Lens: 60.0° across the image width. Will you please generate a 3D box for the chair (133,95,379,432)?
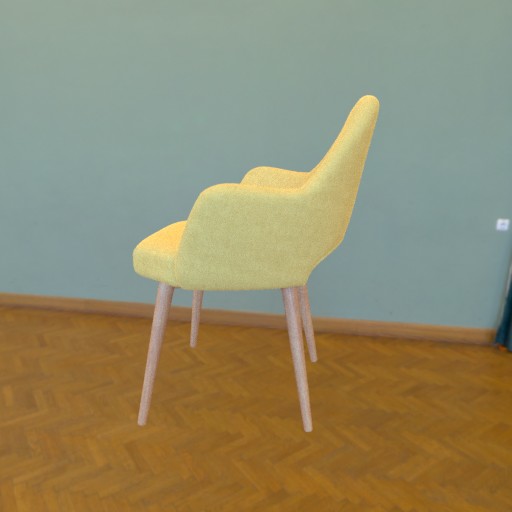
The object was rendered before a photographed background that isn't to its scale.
[{"bbox_3d":[0.000,0.000,1.253,0.610,0.840,0.590,3,15,9],"label":"chair"}]
